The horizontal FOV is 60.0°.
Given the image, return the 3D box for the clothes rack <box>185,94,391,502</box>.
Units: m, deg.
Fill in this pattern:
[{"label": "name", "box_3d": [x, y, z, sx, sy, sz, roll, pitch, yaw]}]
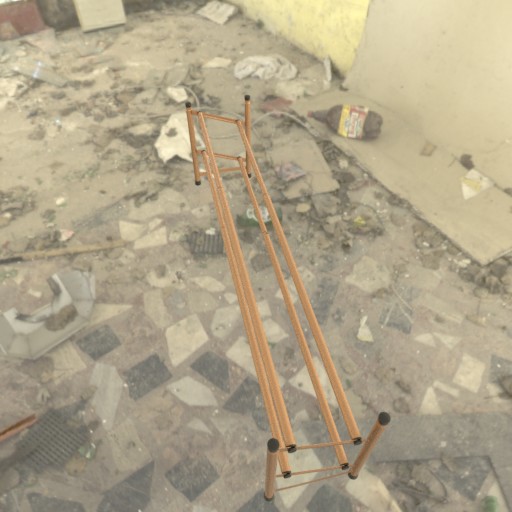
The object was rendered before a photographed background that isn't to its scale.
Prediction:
[{"label": "clothes rack", "box_3d": [0.000, 0.000, 1.270, 0.229, 0.349, 1.168, -10, 49, -9]}]
